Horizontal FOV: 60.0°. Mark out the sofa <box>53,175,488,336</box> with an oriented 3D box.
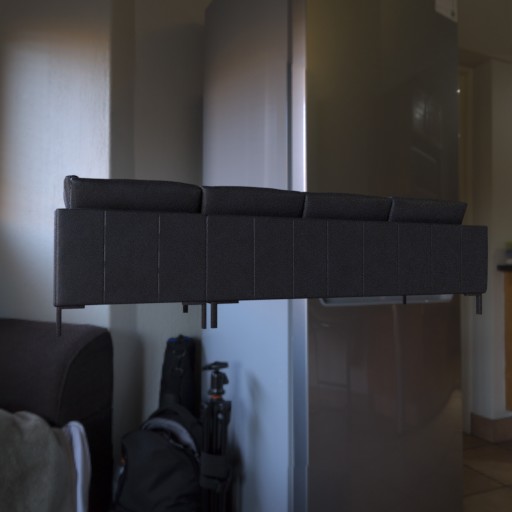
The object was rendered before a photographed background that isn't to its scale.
[{"bbox_3d":[0.000,0.000,3.673,2.984,0.877,1.938,0,-1,-20],"label":"sofa"}]
